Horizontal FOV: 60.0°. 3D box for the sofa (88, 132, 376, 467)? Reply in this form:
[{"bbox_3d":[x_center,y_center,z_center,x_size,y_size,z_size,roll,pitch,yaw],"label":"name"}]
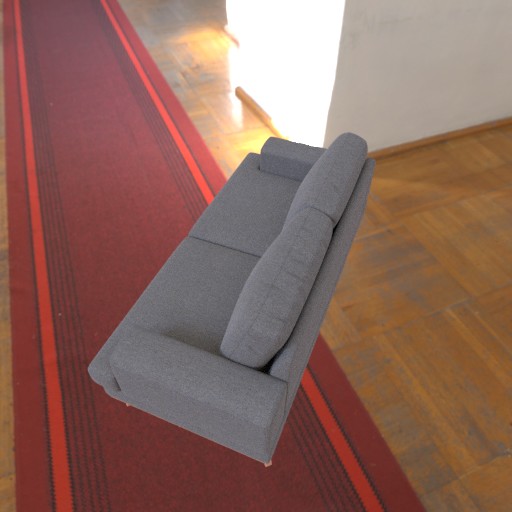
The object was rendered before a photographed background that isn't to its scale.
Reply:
[{"bbox_3d":[0.000,0.000,2.151,0.785,0.810,1.650,17,49,15],"label":"sofa"}]
